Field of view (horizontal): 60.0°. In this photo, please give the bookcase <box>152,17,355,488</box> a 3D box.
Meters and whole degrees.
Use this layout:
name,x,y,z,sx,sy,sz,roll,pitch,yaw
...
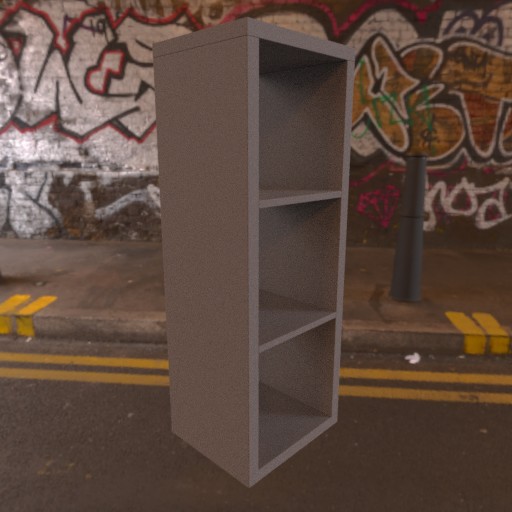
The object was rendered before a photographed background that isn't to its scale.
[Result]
name,x,y,z,sx,sy,sz,roll,pitch,yaw
bookcase,0.000,0.000,1.235,0.330,1.080,0.390,13,19,43
